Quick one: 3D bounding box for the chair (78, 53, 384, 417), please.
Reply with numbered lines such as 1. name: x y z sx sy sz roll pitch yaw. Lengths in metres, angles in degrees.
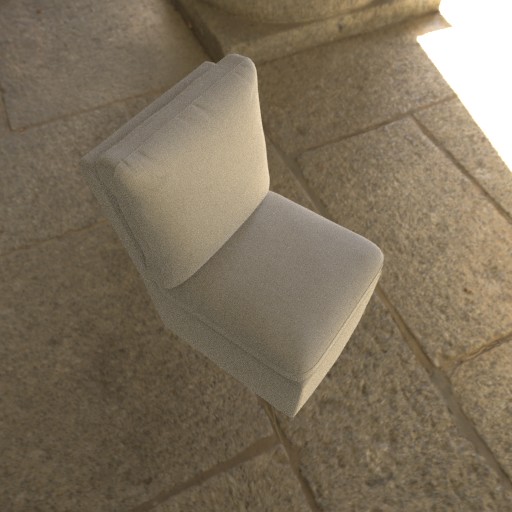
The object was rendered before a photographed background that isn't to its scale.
1. chair: 0.000 0.000 1.347 0.698 0.927 0.503 32 63 18
